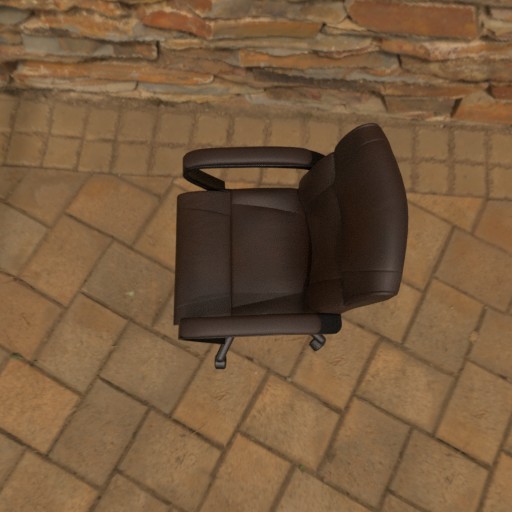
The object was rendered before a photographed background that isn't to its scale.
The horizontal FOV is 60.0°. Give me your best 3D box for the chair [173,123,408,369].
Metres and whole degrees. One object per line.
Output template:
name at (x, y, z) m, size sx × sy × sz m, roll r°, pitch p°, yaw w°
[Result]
chair at (0.000, 0.000, 1.509) m, size 0.717 × 1.004 × 0.739 m, roll -1°, pitch 75°, yaw 0°
